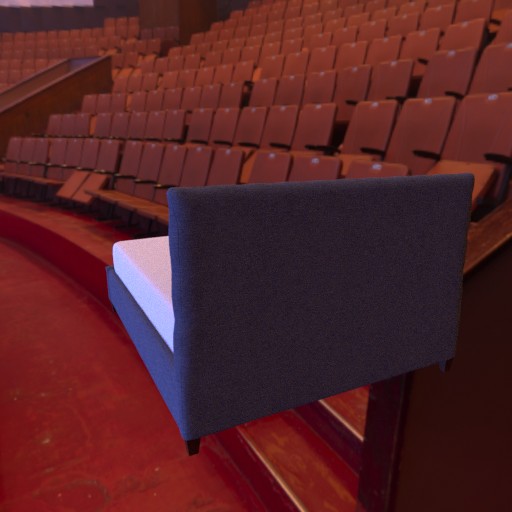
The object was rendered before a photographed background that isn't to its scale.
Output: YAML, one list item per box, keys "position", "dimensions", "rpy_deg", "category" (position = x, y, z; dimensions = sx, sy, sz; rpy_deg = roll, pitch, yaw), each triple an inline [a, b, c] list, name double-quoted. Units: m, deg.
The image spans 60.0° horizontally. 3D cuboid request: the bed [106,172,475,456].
- position: [0.000, 0.000, 3.632]
  dimensions: [2.078, 1.427, 2.387]
  rpy_deg: [-7, 17, -26]
  category: "bed"
